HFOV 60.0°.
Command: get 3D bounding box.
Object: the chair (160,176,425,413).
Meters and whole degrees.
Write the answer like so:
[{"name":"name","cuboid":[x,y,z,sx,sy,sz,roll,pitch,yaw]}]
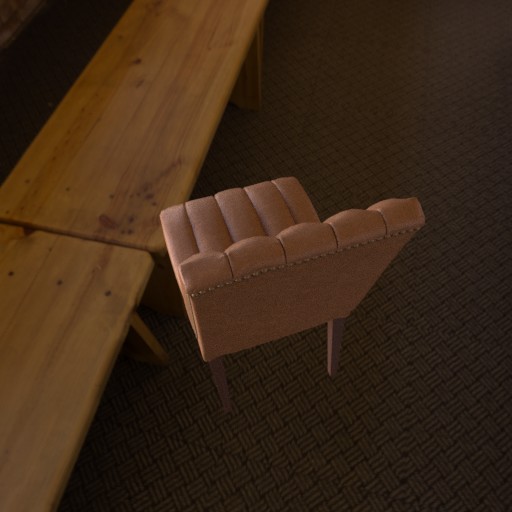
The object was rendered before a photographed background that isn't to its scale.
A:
[{"name":"chair","cuboid":[0.000,0.000,1.377,0.511,1.016,0.647,-16,59,-10]}]
